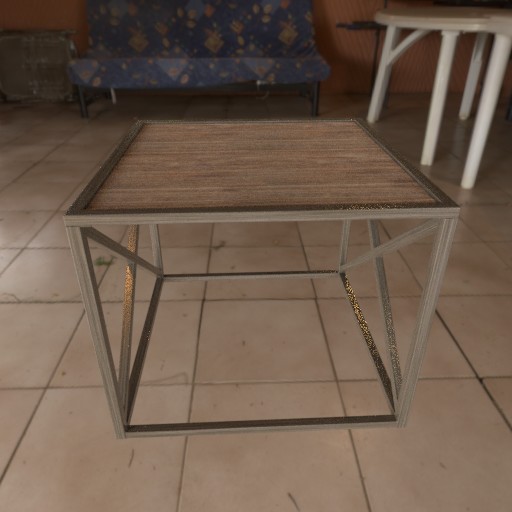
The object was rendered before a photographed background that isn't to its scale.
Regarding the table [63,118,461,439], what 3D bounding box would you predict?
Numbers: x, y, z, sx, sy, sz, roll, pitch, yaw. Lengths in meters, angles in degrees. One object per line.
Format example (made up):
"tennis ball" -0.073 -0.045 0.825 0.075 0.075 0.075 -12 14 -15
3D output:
"table" 0.000 0.000 1.066 0.609 0.507 0.611 -1 30 -2
